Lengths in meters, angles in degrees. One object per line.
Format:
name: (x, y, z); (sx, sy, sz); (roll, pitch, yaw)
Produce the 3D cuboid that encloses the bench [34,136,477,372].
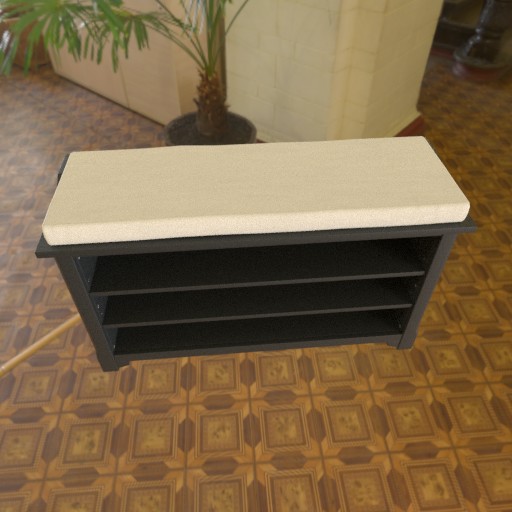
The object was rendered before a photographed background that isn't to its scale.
bench: (0.000, 0.000, 1.245); (0.973, 0.561, 0.345); (-3, 45, -4)
